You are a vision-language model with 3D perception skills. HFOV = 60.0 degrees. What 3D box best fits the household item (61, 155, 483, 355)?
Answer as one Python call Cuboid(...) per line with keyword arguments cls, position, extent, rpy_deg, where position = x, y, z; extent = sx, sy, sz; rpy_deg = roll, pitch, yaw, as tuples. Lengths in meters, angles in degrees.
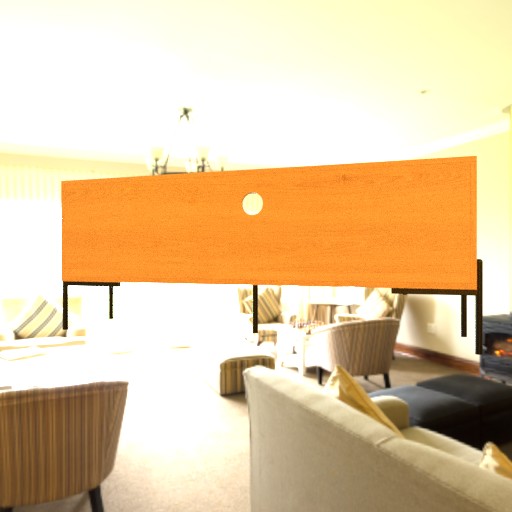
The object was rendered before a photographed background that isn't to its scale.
Cuboid(cls="household item", position=(0.000, 0.000, 1.738), extent=(1.550, 0.600, 0.400), rpy_deg=(0, 0, 17))
